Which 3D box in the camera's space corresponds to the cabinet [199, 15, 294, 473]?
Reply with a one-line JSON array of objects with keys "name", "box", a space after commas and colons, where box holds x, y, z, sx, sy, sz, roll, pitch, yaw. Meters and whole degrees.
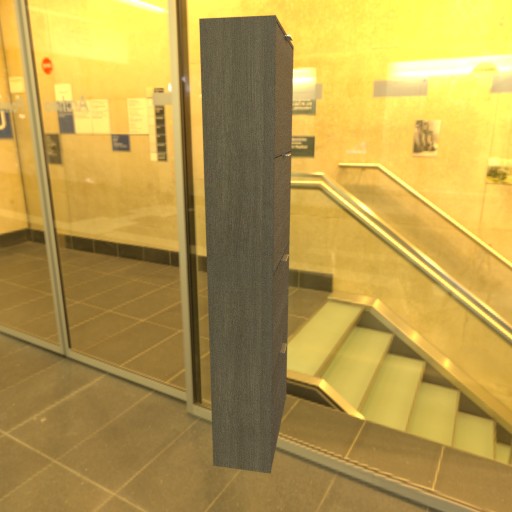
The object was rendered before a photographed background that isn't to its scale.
[{"name": "cabinet", "box": [0.000, 0.000, 1.791, 0.255, 1.630, 0.520, 3, 16, 10]}]
